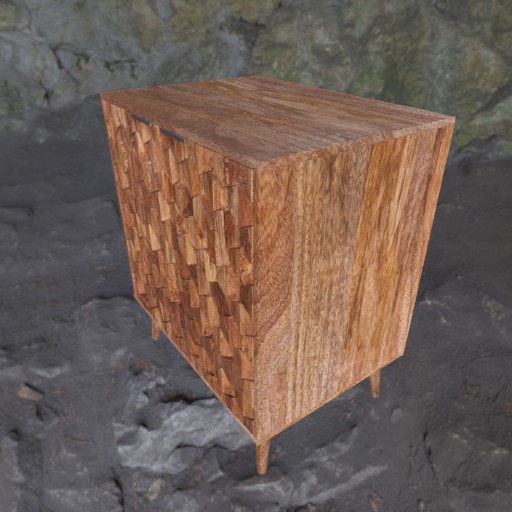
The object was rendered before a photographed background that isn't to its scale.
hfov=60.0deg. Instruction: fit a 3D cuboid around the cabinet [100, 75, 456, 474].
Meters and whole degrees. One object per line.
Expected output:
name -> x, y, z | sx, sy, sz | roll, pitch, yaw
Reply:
cabinet -> 0.000, 0.000, 1.141 | 0.473, 0.758, 0.647 | -20, 36, -30
